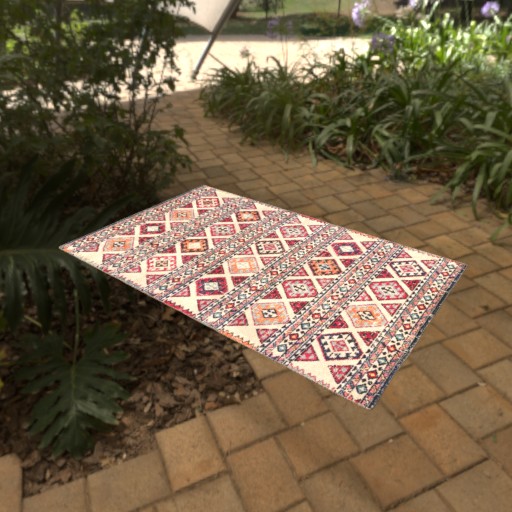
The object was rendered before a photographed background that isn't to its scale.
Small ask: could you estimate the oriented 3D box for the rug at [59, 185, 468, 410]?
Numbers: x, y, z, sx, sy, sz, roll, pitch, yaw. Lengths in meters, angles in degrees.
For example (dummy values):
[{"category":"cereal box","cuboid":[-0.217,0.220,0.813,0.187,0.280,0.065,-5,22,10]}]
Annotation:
[{"category":"rug","cuboid":[0.000,0.000,3.101,2.440,0.010,1.545,21,36,31]}]
